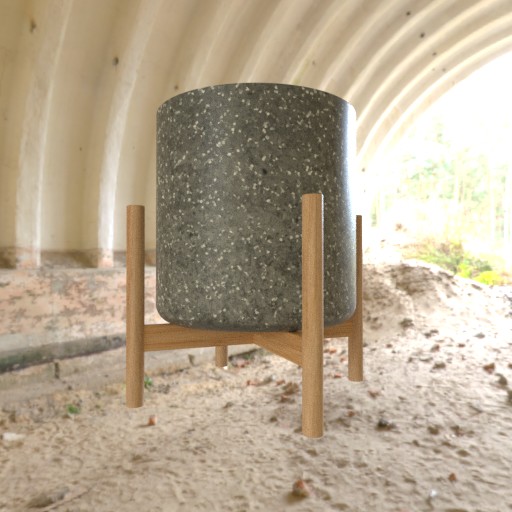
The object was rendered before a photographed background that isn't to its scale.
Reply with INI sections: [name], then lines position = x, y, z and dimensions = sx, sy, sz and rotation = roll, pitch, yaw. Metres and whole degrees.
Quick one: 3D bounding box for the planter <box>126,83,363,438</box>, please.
[planter]
position = 0.000, 0.000, 0.688
dimensions = 0.360, 0.419, 0.360
rotation = 0, -1, 1
